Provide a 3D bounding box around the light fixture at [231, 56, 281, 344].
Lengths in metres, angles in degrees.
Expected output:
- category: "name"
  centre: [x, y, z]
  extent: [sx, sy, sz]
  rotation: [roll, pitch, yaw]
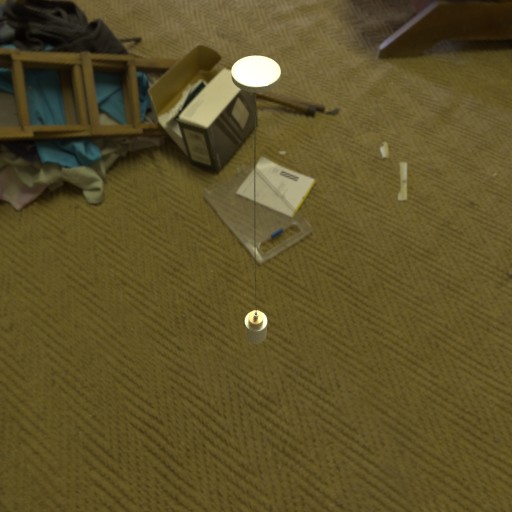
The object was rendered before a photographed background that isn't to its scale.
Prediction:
- category: "light fixture"
  centre: [0.000, 0.000, 1.885]
  extent: [0.125, 1.798, 0.125]
  rotation: [32, 64, 18]
